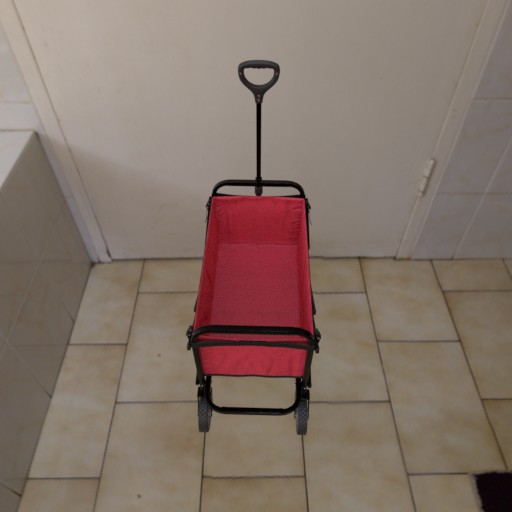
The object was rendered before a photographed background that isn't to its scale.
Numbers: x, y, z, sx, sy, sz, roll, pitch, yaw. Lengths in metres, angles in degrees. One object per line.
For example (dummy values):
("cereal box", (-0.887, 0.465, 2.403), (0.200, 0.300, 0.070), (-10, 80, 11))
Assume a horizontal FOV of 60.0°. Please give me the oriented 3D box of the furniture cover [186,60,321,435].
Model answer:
("furniture cover", (0.000, 0.000, 1.839), (0.532, 1.295, 1.038), (1, 48, 1))
